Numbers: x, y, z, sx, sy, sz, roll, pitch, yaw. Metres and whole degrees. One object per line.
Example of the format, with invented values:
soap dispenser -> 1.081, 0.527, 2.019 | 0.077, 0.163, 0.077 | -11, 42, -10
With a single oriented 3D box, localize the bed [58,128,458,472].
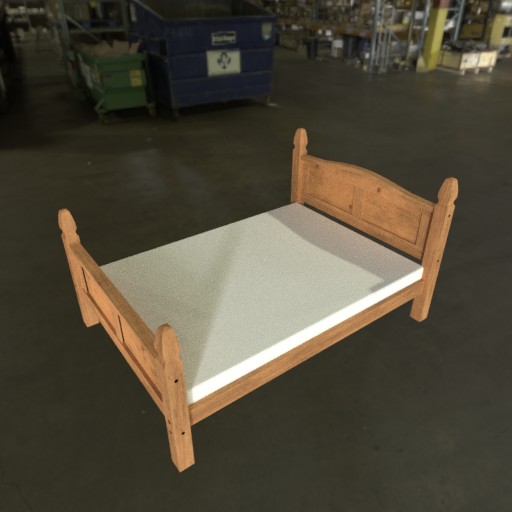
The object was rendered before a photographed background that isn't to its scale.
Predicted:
bed -> 0.000, 0.000, 3.000 | 2.069, 1.100, 1.490 | -21, 37, -31
